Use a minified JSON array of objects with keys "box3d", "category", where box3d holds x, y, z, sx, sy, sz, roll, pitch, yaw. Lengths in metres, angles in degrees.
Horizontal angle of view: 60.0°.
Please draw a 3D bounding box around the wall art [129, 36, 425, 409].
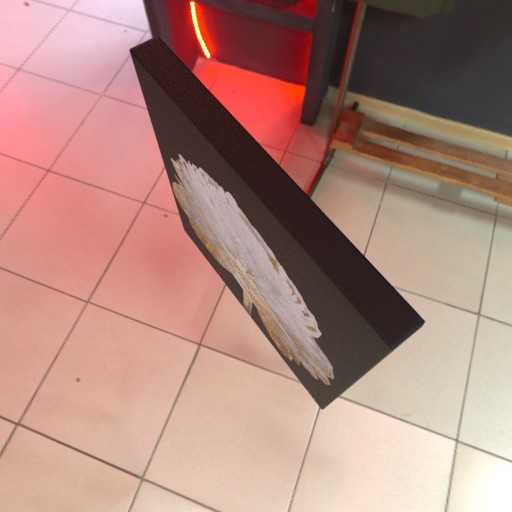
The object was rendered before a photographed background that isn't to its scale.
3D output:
[{"box3d":[0.000,0.000,0.595,0.041,0.407,0.406,-34,69,-15],"category":"wall art"}]
